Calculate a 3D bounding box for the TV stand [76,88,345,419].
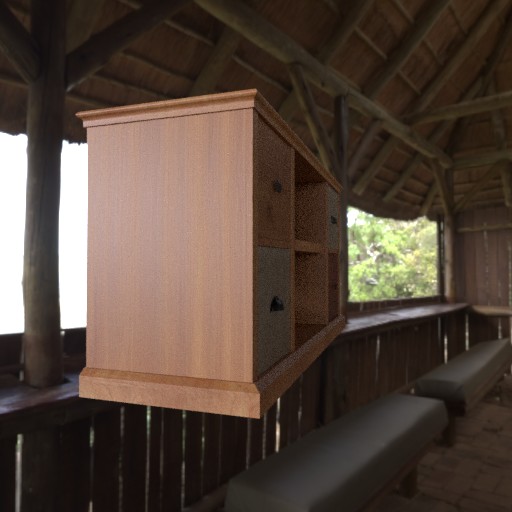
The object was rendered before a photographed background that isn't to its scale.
[{"bbox_3d":[0.000,0.000,1.436,0.417,0.607,1.181,0,-1,19],"label":"TV stand"}]
